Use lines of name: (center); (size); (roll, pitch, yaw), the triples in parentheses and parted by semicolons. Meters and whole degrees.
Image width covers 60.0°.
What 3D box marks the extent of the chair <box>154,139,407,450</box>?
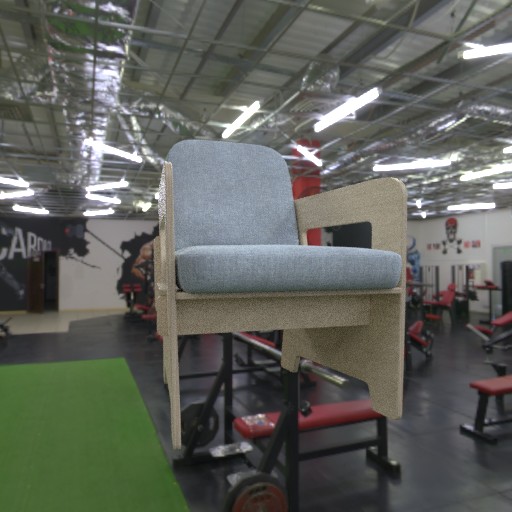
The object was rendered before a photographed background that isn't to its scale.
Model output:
chair: (0.000, 0.000, 1.261); (0.590, 0.800, 0.710); (0, -1, -19)
